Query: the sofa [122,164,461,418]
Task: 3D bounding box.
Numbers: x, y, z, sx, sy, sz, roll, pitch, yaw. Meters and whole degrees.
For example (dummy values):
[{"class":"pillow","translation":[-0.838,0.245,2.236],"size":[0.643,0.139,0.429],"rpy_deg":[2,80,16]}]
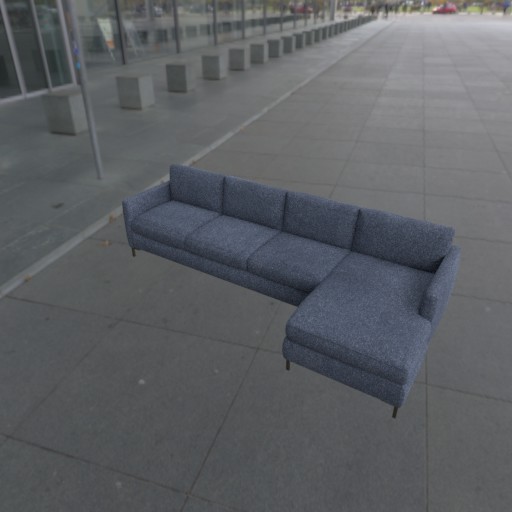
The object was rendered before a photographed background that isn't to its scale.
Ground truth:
[{"class":"sofa","translation":[0.000,0.000,3.657],"size":[2.932,0.810,1.350],"rpy_deg":[18,34,28]}]
